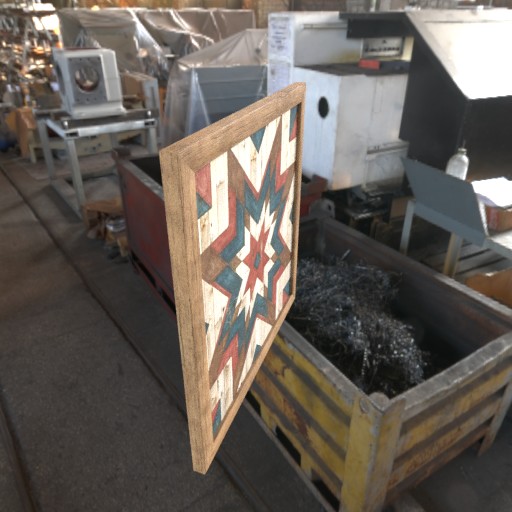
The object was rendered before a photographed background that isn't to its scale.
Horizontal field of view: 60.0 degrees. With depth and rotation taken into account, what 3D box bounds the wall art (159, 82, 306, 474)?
[{"bbox_3d":[0.000,0.000,1.058,0.029,0.691,0.695,10,31,18],"label":"wall art"}]
